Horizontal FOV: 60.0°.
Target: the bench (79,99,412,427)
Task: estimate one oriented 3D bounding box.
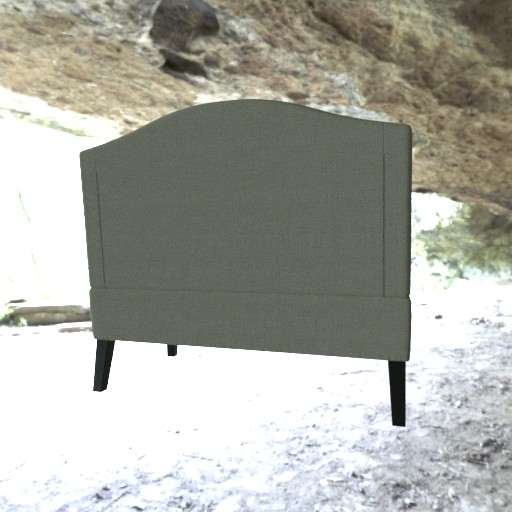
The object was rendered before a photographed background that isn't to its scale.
[{"bbox_3d":[0.000,0.000,2.036,1.335,1.180,0.815,0,1,17],"label":"bench"}]
